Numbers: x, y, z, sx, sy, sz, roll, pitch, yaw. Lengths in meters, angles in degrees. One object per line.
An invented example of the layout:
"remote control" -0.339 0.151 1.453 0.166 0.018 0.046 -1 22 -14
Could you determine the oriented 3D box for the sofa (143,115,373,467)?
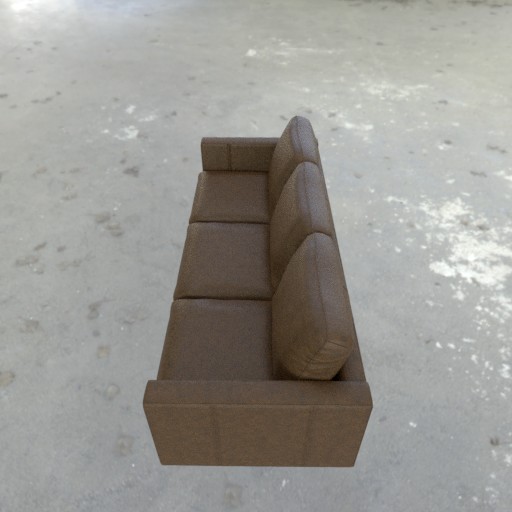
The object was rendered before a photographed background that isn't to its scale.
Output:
"sofa" 0.000 0.000 2.645 0.903 0.930 2.231 0 41 0
